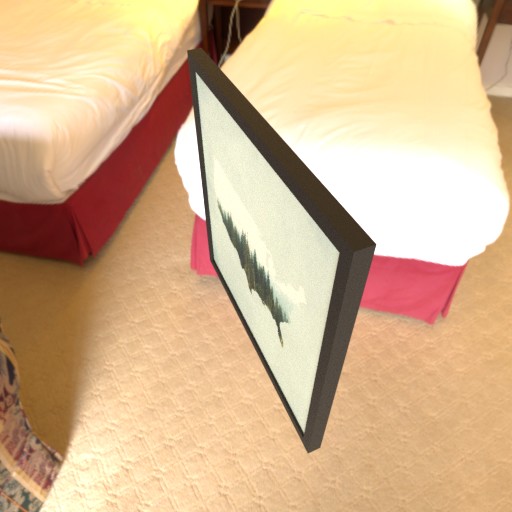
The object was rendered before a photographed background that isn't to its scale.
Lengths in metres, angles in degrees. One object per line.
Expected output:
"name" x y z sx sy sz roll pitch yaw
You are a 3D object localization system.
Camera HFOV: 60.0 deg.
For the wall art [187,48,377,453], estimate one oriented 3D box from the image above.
"wall art" 0.000 0.000 1.139 0.038 0.763 0.763 -18 49 -16
